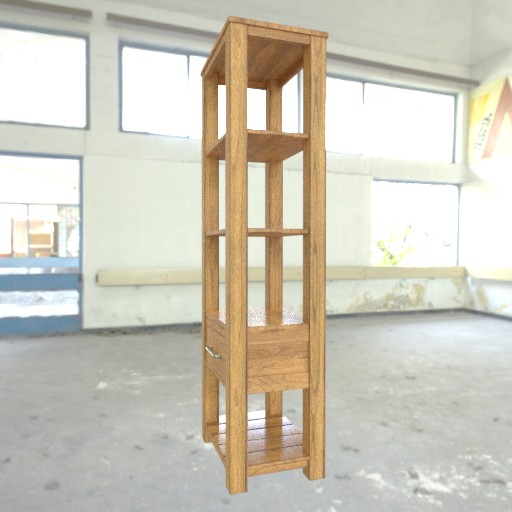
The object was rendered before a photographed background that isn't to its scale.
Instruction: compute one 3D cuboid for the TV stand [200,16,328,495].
[{"bbox_3d":[0.000,0.000,2.014,0.435,1.828,0.565,0,1,-18],"label":"TV stand"}]
